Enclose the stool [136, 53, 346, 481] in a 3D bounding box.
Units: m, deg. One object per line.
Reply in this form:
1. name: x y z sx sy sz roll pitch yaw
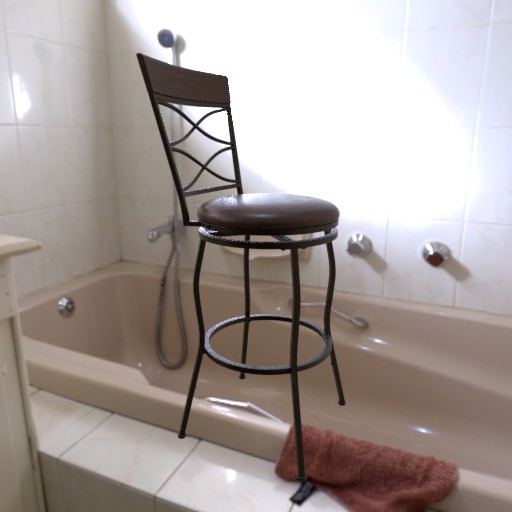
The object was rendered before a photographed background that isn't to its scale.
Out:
1. stool: 0.000 0.000 1.376 0.513 1.130 0.448 7 16 26
